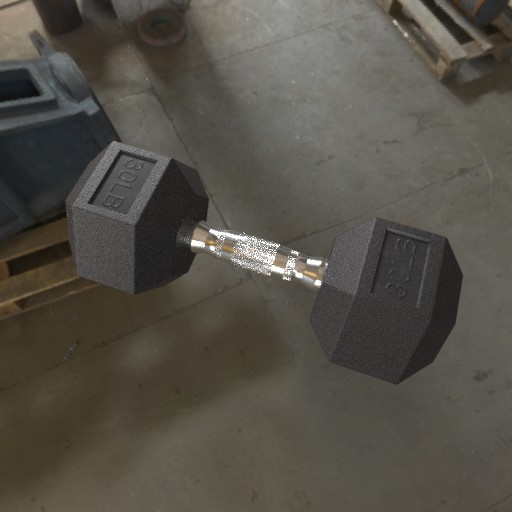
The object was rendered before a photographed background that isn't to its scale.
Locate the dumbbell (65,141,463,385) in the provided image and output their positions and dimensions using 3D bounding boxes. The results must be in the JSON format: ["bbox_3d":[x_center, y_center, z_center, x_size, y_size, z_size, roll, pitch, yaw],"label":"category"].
[{"bbox_3d":[0.000,0.000,0.404,0.337,0.123,0.142,17,65,8],"label":"dumbbell"}]
